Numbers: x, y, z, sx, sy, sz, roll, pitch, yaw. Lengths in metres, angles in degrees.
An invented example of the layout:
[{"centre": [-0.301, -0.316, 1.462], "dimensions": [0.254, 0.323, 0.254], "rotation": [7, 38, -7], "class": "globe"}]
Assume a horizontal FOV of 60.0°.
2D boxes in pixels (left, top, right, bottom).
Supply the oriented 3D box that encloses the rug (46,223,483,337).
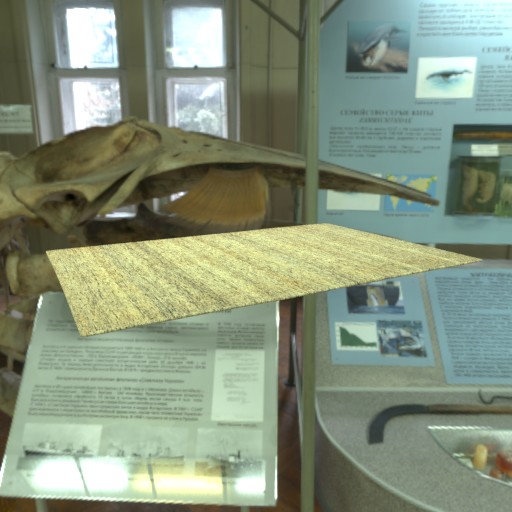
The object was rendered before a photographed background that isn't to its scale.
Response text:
[{"centre": [0.000, 0.000, 2.244], "dimensions": [1.846, 0.014, 1.243], "rotation": [-7, 16, -28], "class": "rug"}]
